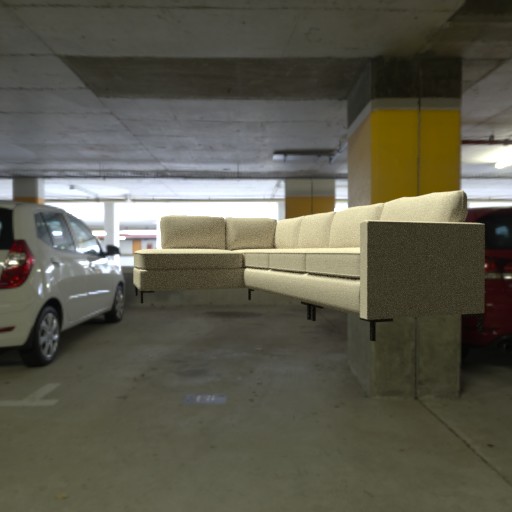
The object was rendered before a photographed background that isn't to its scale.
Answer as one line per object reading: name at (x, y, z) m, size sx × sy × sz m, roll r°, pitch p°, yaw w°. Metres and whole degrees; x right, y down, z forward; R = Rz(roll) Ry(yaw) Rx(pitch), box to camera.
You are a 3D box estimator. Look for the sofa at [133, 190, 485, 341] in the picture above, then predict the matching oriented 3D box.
sofa at (0.000, 0.000, 4.204) m, size 2.048 × 0.996 × 3.384 m, roll 0°, pitch 1°, yaw -19°
